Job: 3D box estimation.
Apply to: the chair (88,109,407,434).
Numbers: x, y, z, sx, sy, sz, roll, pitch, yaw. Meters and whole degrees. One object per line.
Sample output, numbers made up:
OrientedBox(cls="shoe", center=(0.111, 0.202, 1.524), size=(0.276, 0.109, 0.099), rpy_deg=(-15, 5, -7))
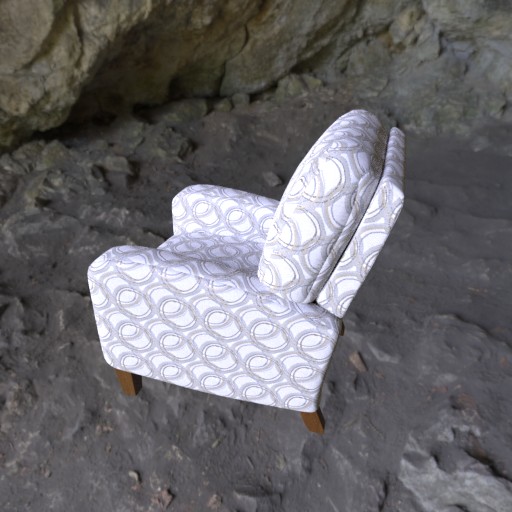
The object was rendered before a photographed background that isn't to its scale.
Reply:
OrientedBox(cls="chair", center=(0.000, 0.000, 1.737), size=(0.995, 1.065, 0.796), rpy_deg=(8, 30, 15))
